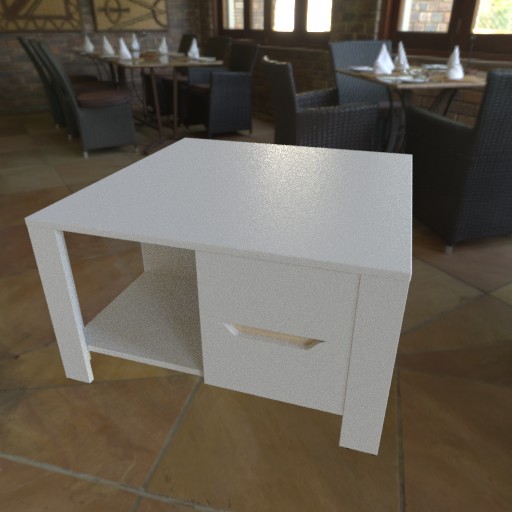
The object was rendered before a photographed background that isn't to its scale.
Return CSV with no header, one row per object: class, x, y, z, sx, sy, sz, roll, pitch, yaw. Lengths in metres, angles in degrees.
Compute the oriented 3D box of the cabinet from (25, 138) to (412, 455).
cabinet,0.000,0.000,1.297,0.800,0.460,0.800,8,29,15
